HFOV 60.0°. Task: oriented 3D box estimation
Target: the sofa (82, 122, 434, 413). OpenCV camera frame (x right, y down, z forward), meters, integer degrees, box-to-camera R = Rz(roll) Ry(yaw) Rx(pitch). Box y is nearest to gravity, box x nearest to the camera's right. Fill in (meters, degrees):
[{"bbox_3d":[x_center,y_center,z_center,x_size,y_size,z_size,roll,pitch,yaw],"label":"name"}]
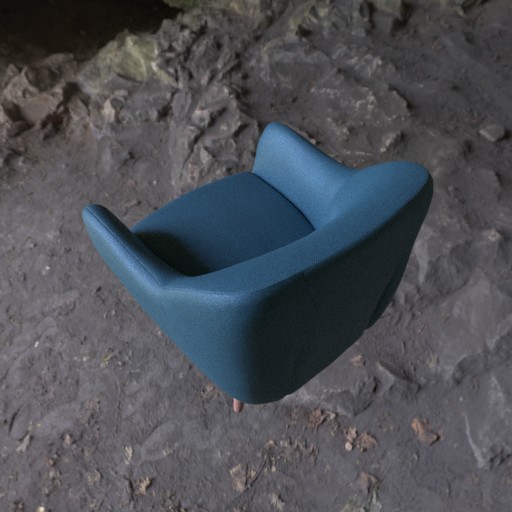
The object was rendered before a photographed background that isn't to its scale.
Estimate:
[{"bbox_3d":[0.000,0.000,1.493,0.836,0.817,0.825,-32,54,-26],"label":"sofa"}]
